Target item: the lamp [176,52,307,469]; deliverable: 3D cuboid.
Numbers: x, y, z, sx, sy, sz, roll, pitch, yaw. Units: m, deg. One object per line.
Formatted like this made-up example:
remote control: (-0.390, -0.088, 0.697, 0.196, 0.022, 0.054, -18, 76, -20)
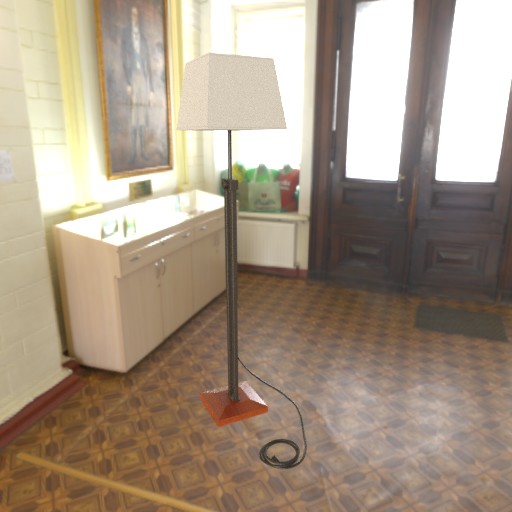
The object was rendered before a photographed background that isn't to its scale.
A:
lamp: (0.000, 0.000, 2.002, 0.472, 1.712, 0.745, -7, 17, -25)
